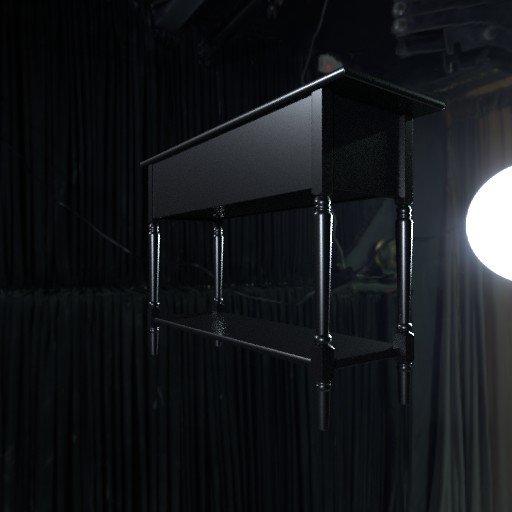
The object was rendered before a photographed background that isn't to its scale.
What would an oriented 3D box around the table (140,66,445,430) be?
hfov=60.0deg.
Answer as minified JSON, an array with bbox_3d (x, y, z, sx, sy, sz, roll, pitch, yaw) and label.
[{"bbox_3d":[0.000,0.000,1.547,0.386,0.819,1.191,0,-1,-36],"label":"table"}]
